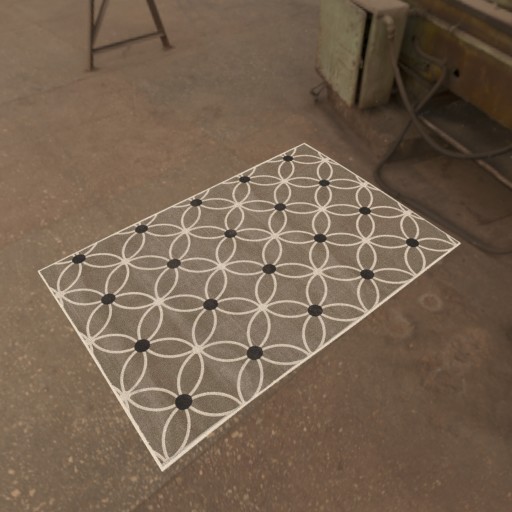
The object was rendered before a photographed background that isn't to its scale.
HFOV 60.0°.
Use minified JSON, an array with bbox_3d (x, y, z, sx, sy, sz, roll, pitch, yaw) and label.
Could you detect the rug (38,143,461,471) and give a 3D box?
[{"bbox_3d":[0.000,0.000,2.853,2.284,0.008,1.522,-31,54,-25],"label":"rug"}]
